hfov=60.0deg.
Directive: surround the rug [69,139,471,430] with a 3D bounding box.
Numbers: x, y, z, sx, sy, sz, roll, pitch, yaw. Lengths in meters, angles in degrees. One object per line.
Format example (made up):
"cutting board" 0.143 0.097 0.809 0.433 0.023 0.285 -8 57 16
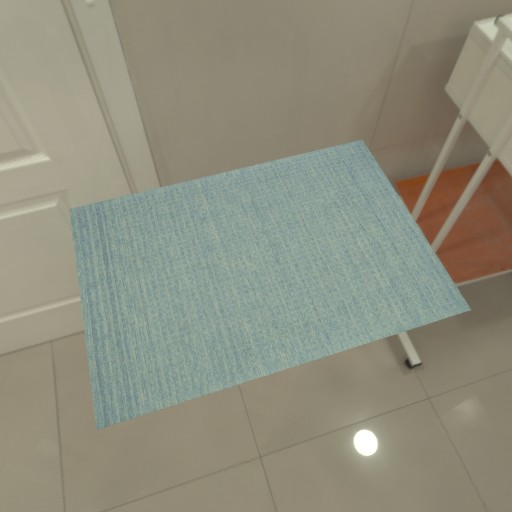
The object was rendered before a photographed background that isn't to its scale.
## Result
"rug" 0.000 0.000 3.730 2.895 0.006 1.982 -15 59 -9
